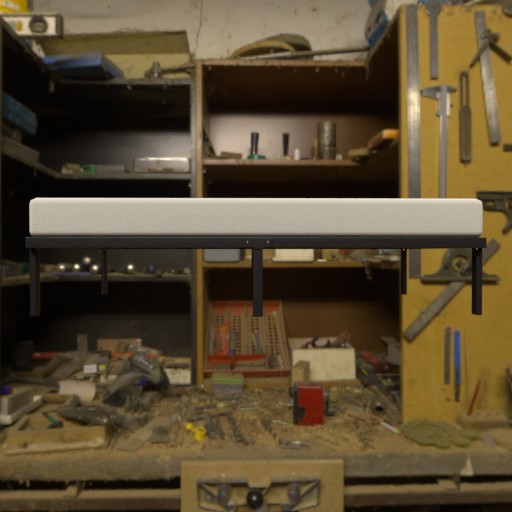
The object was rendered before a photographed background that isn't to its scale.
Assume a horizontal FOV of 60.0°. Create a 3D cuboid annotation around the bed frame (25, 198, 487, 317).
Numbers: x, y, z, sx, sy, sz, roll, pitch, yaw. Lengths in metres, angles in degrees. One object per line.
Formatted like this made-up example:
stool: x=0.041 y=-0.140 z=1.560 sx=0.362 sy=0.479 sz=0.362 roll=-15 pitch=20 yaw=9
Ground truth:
bed frame: x=0.000 y=0.000 z=3.212 sx=2.635 sy=0.680 sz=1.393 roll=0 pitch=1 yaw=-1
